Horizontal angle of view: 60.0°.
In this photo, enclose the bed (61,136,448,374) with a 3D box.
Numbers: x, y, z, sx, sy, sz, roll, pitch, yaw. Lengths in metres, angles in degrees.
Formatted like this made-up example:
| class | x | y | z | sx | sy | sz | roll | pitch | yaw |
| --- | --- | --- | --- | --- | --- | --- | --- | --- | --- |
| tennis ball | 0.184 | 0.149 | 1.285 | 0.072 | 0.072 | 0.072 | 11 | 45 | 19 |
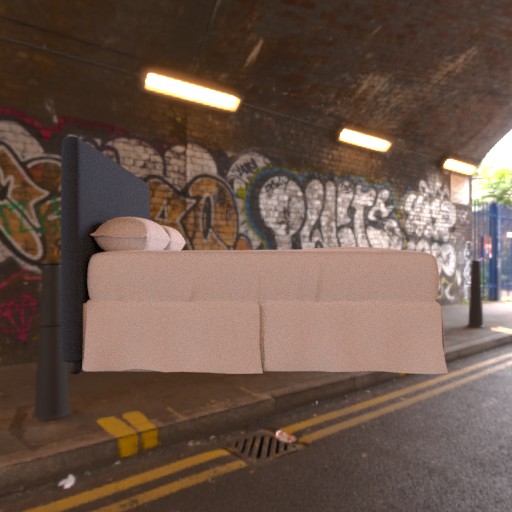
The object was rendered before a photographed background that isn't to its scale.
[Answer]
| class | x | y | z | sx | sy | sz | roll | pitch | yaw |
| --- | --- | --- | --- | --- | --- | --- | --- | --- | --- |
| bed | 0.000 | 0.000 | 3.245 | 2.162 | 1.330 | 1.713 | 0 | 0 | 0 |
